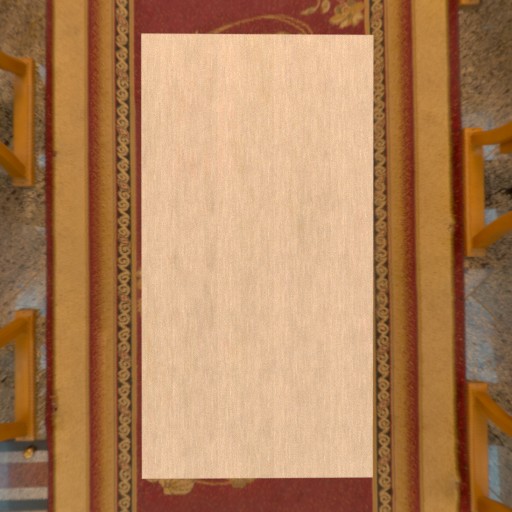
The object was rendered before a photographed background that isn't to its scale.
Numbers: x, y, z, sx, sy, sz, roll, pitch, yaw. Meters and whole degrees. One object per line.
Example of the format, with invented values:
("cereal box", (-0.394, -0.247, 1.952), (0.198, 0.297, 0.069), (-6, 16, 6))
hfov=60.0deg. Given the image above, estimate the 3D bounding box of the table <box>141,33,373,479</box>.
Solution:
("table", (0.000, 0.000, 1.832), (0.729, 0.874, 1.397), (0, 90, -1))
